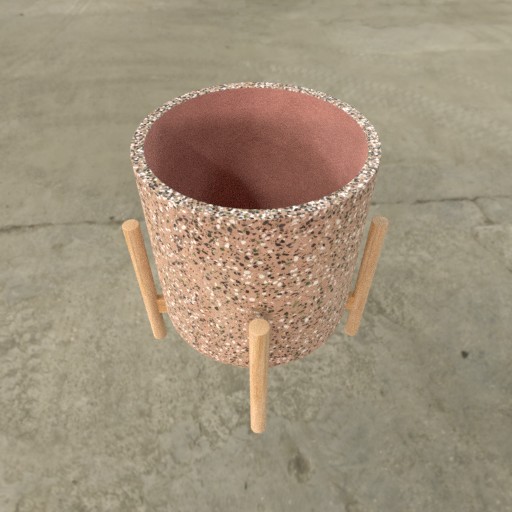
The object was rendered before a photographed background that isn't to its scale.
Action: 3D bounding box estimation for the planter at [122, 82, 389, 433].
[{"bbox_3d":[0.000,0.000,0.694,0.360,0.419,0.360,16,48,15],"label":"planter"}]
